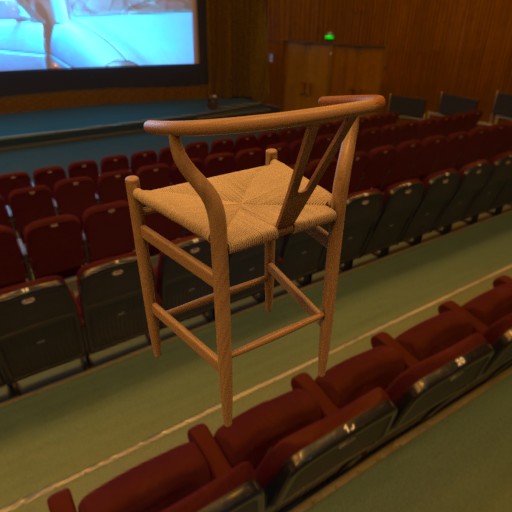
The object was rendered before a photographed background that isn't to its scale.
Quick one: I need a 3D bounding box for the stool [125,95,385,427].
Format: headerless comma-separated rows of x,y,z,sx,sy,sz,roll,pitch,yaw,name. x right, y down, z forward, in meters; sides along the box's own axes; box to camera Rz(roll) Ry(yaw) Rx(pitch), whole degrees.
0.000,0.000,1.265,0.536,0.923,0.575,-18,35,-29,stool
